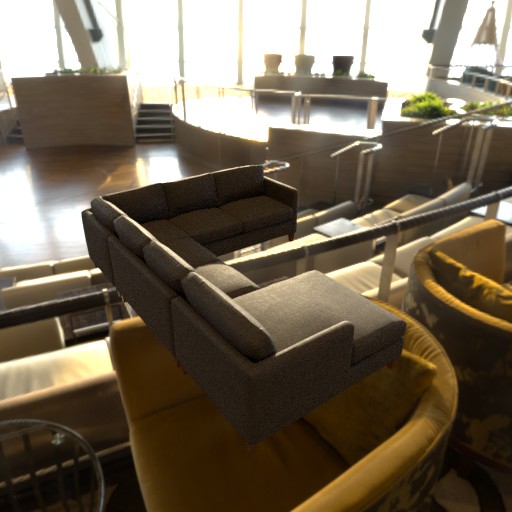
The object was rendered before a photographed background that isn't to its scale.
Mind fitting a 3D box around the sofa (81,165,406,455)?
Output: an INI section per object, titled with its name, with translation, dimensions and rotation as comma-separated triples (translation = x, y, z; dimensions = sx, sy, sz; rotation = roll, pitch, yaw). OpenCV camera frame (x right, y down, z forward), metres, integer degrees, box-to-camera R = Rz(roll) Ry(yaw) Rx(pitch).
[sofa]
translation = 0.000, 0.000, 4.685
dimensions = 2.594, 0.961, 3.460
rotation = -18, 32, -31
